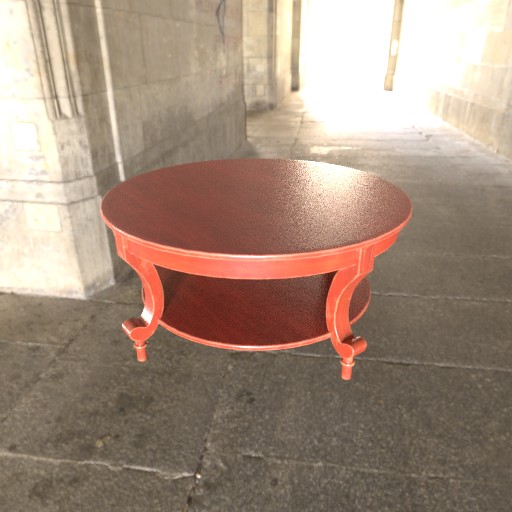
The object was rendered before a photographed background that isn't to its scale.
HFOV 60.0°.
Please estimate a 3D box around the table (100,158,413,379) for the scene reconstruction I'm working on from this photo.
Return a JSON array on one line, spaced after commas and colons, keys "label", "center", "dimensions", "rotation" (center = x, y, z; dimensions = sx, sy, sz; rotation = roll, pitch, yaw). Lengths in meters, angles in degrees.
[{"label": "table", "center": [0.000, 0.000, 1.626], "dimensions": [1.029, 0.486, 1.029], "rotation": [0, 25, 0]}]
